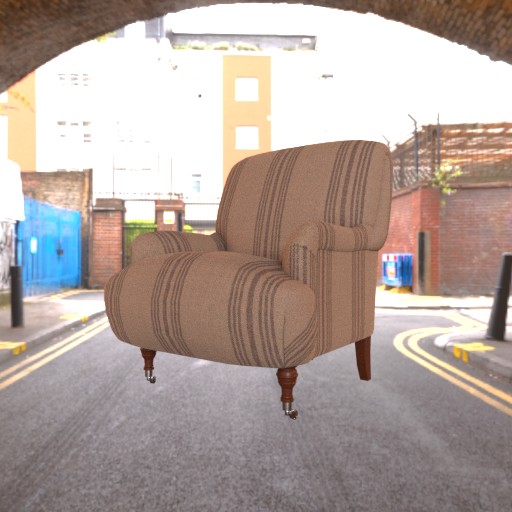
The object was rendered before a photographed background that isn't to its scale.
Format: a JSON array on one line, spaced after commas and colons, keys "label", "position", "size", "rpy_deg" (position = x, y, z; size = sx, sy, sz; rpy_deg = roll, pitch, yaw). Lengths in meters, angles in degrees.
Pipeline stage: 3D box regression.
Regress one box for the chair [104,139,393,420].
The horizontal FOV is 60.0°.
[{"label": "chair", "position": [0.000, 0.000, 1.656], "size": [0.813, 0.940, 0.914], "rpy_deg": [0, 0, 36]}]
